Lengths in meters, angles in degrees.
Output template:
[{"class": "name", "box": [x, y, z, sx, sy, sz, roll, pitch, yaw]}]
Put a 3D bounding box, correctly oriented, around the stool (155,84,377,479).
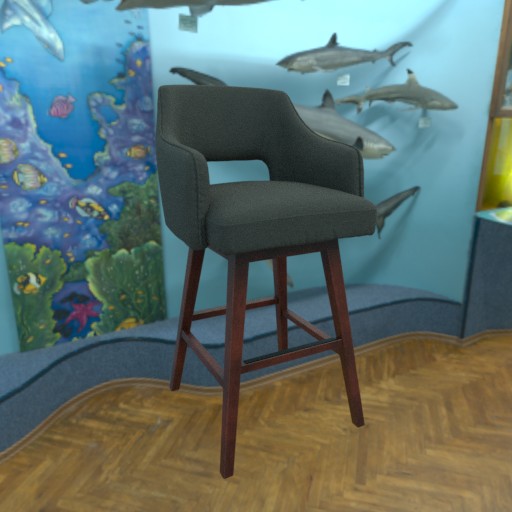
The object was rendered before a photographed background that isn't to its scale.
[{"class": "stool", "box": [0.000, 0.000, 1.353, 0.548, 1.012, 0.558, -8, 18, -26]}]
